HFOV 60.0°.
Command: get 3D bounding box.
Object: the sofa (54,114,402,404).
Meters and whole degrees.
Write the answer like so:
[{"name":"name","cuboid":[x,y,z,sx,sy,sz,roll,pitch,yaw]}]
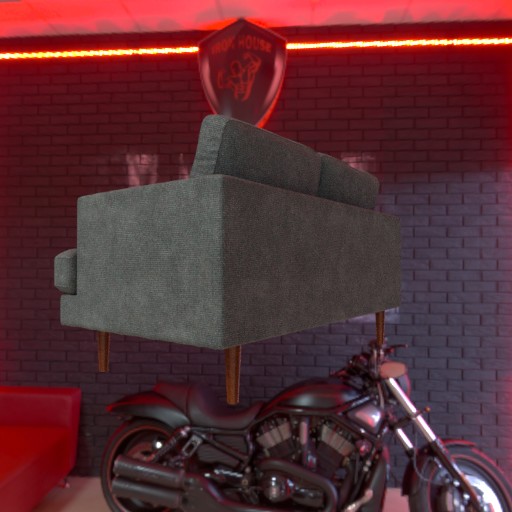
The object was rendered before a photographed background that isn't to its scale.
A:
[{"name":"sofa","cuboid":[0.000,0.000,2.152,0.903,0.956,1.582,-1,-1,37]}]
